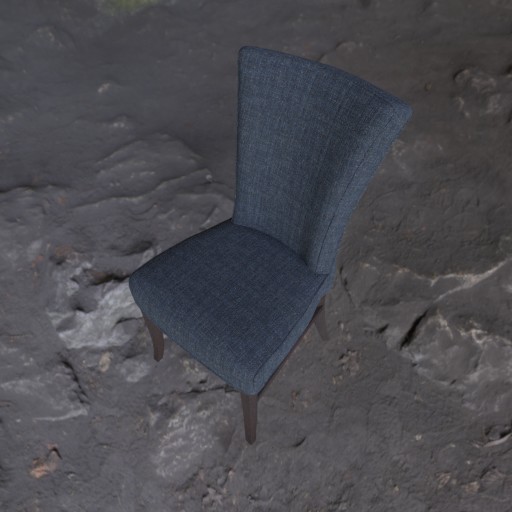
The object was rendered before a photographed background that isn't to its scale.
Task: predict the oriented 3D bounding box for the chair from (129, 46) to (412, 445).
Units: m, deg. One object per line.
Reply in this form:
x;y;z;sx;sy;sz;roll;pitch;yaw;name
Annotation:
0.000;0.000;1.358;0.520;0.991;0.660;32;55;26;chair
